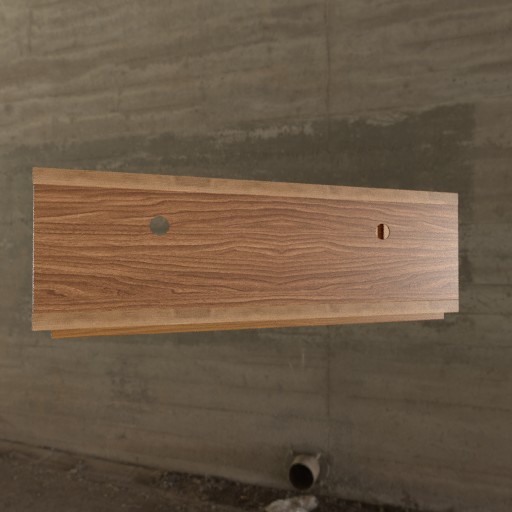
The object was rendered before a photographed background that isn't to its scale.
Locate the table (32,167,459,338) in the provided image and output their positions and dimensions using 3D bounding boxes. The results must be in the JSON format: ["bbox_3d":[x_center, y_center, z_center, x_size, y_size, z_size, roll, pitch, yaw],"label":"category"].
[{"bbox_3d":[0.000,0.000,1.725,1.499,0.491,0.499,0,-1,-18],"label":"table"}]
